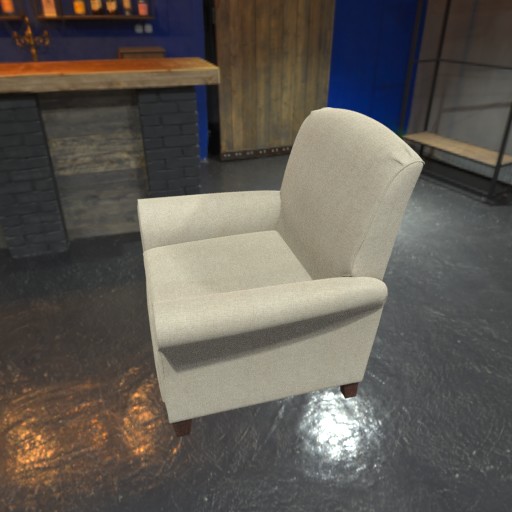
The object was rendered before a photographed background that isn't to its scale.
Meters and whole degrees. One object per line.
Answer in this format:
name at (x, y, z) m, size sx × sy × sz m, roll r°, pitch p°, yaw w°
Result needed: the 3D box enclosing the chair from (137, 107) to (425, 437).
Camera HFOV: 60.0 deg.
chair at (0.000, 0.000, 1.796) m, size 0.905 × 1.061 × 0.978 m, roll -8°, pitch 31°, yaw -14°
